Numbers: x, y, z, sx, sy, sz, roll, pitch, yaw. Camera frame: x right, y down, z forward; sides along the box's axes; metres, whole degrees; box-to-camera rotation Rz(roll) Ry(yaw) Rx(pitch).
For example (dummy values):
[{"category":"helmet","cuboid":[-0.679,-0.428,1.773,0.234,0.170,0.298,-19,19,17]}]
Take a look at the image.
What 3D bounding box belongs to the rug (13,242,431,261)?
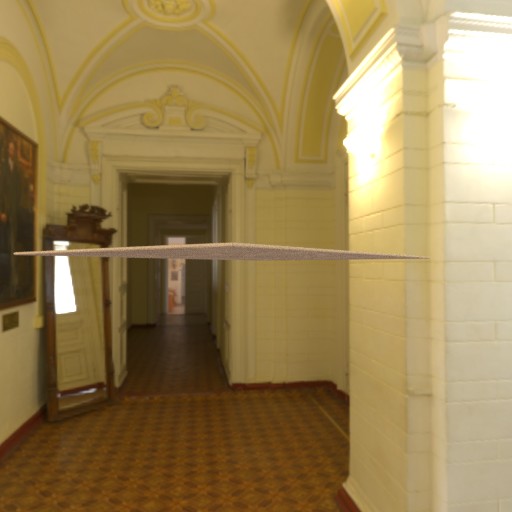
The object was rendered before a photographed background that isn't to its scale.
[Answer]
[{"category":"rug","cuboid":[0.000,0.000,2.803,1.528,0.014,2.294,-1,-2,37]}]
